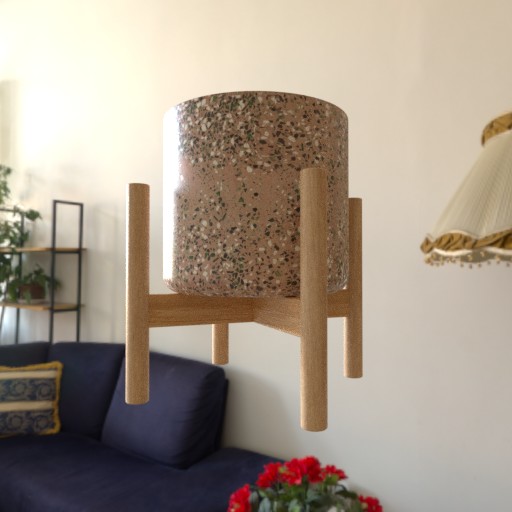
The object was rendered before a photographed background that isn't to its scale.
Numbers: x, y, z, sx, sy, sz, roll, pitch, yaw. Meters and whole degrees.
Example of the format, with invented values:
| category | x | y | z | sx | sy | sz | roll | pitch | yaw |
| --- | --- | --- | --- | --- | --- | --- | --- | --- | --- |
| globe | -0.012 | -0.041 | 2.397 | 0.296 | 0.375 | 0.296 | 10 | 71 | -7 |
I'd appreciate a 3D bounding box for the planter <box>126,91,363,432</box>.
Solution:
| category | x | y | z | sx | sy | sz | roll | pitch | yaw |
| --- | --- | --- | --- | --- | --- | --- | --- | --- | --- |
| planter | 0.000 | 0.000 | 0.542 | 0.284 | 0.320 | 0.284 | 0 | -1 | 0 |
